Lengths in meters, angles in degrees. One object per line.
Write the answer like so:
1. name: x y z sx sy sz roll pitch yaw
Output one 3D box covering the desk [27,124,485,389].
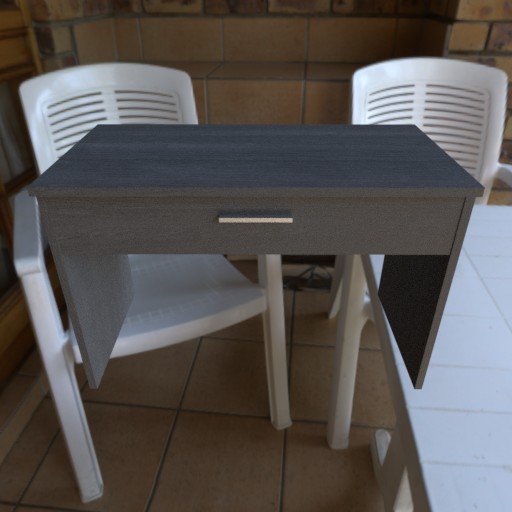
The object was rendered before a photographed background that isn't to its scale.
1. desk: 0.000 0.000 1.491 1.099 0.729 0.557 0 32 0
